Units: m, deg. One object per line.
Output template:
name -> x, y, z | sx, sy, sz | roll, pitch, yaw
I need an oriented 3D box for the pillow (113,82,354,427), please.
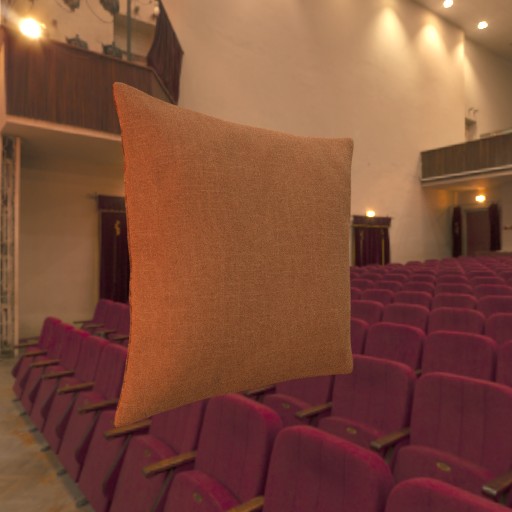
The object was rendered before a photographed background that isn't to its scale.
pillow -> 0.000, 0.000, 0.802 | 0.523, 0.506, 0.166 | 0, 0, -37
